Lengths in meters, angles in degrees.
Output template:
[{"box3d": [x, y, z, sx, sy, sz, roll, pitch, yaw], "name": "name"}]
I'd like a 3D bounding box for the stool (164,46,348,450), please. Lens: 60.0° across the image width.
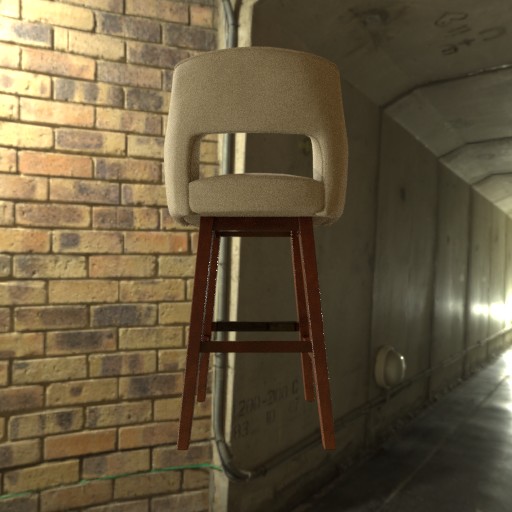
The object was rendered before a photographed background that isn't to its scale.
[{"box3d": [0.000, 0.000, 1.369, 0.550, 1.041, 0.560, 0, -1, 0], "name": "stool"}]
